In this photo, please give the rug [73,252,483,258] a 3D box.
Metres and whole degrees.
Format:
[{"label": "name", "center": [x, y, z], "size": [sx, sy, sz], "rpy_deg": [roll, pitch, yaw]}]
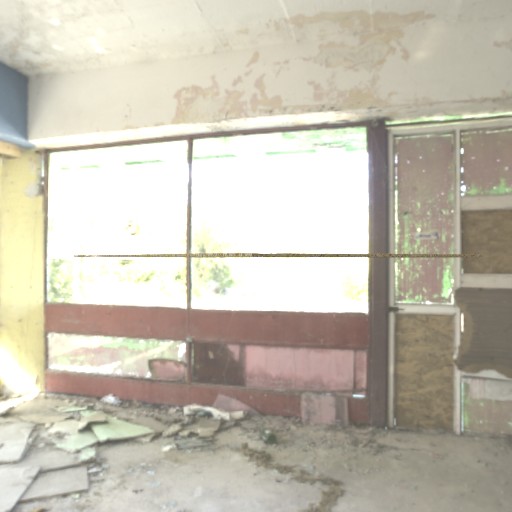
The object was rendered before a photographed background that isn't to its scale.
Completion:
[{"label": "rug", "center": [0.000, 0.000, 4.090], "size": [2.400, 0.025, 3.000], "rpy_deg": [0, 0, -38]}]
